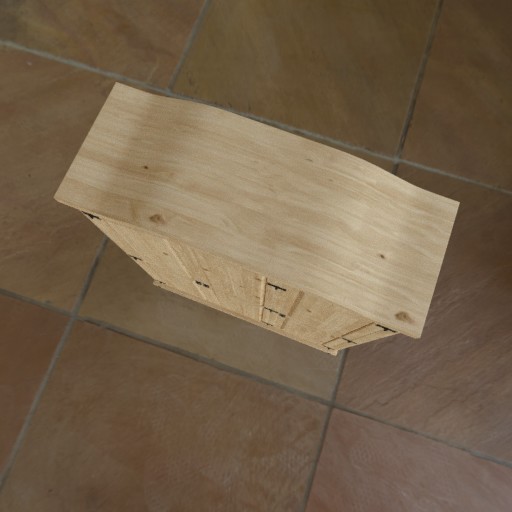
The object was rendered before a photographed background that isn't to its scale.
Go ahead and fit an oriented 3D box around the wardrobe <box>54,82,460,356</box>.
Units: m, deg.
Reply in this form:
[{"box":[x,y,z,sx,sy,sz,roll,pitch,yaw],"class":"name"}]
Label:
[{"box":[0.000,0.000,2.580,1.500,1.870,0.570,21,76,5],"class":"wardrobe"}]
